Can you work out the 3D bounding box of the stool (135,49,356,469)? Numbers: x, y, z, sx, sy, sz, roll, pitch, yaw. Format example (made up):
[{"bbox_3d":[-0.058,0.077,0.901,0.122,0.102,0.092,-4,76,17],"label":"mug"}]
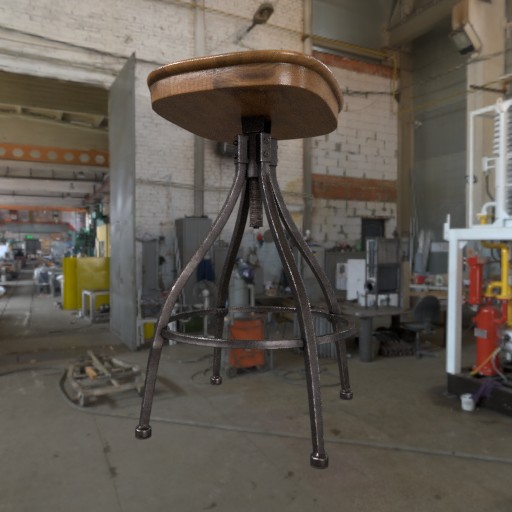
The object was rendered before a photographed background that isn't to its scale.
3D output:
[{"bbox_3d":[0.000,0.000,0.958,0.424,0.694,0.432,1,2,19],"label":"stool"}]
